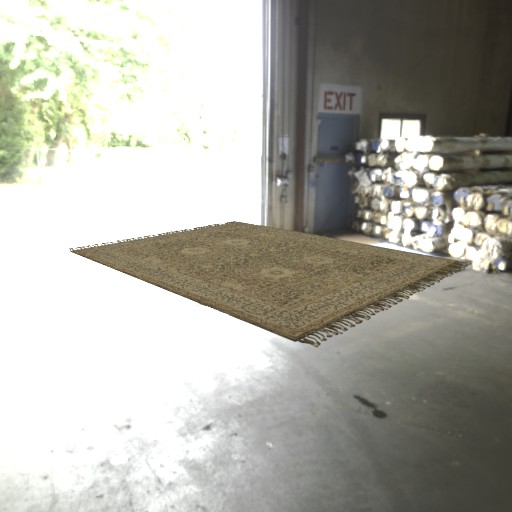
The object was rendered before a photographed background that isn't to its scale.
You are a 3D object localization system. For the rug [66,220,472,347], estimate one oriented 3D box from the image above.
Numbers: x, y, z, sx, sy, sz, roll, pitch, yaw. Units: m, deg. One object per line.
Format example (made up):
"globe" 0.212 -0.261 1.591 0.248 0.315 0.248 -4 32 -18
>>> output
"rug" 0.000 0.000 4.396 3.291 0.017 2.431 14 20 43
